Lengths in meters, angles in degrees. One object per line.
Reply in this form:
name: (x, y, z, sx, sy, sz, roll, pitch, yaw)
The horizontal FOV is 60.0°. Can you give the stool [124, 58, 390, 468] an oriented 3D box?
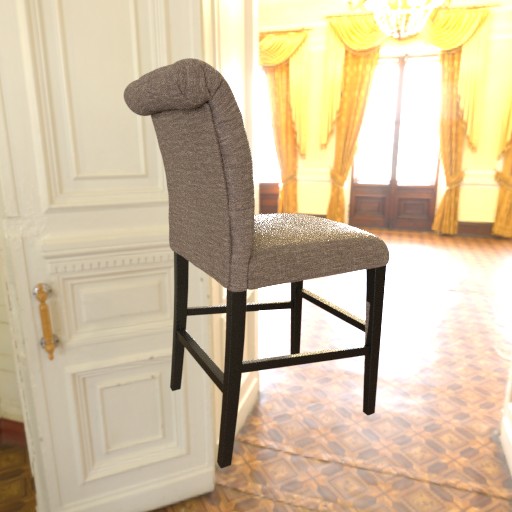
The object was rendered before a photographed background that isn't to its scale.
stool: (0.000, 0.000, 1.281, 0.611, 0.970, 0.457, -8, 17, -27)
